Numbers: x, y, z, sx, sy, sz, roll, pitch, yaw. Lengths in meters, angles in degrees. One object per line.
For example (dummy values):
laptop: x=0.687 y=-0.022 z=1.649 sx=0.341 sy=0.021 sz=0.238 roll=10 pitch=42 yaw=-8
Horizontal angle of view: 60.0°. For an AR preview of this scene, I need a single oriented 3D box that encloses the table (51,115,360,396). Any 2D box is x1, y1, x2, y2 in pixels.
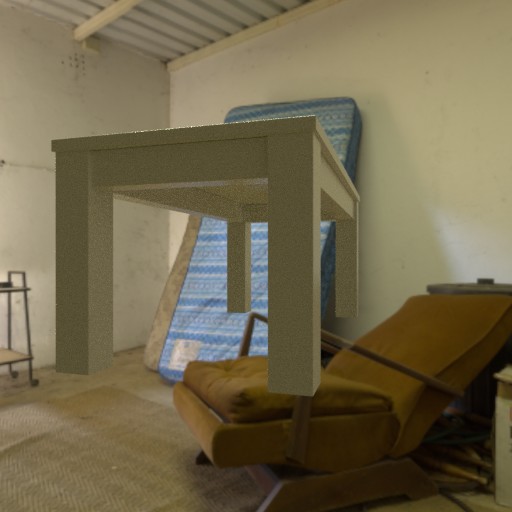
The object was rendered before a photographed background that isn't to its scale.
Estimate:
table: x=0.000 y=0.000 z=2.229 sx=0.900 sy=0.790 sz=1.800 roll=0 pitch=0 yaw=17
